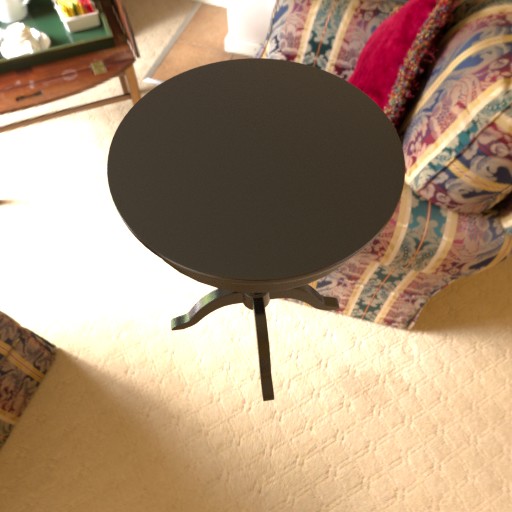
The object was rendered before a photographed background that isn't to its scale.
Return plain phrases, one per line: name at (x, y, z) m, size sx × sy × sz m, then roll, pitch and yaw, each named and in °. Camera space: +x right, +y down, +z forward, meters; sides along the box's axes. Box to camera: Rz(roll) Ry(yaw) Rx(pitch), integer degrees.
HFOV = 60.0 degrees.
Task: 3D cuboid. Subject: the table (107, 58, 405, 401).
table at (0.000, 0.000, 1.000) m, size 0.481 × 0.665 × 0.481 m, roll 0°, pitch 59°, yaw 0°
